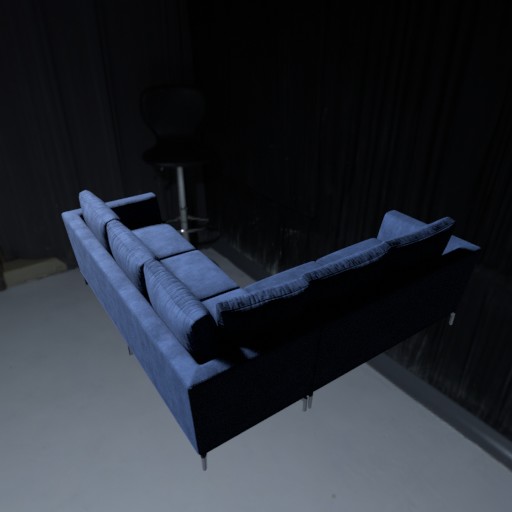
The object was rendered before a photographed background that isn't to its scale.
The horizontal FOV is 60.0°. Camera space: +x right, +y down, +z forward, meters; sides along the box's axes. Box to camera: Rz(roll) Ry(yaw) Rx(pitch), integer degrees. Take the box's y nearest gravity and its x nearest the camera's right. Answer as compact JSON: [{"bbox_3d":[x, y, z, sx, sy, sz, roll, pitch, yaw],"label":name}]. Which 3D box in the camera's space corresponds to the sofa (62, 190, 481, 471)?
[{"bbox_3d":[0.000,0.000,3.746,2.472,0.988,2.463,-19,35,-29],"label":"sofa"}]
